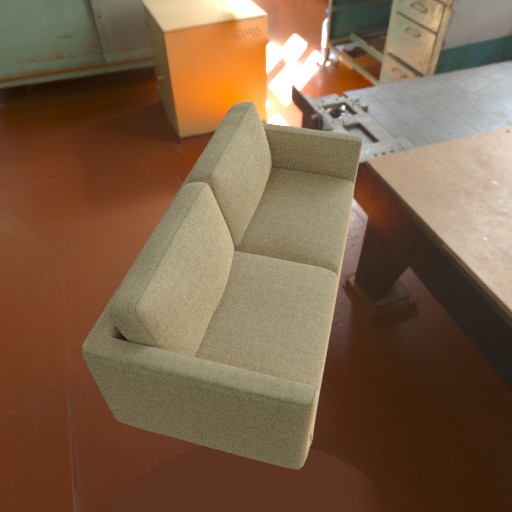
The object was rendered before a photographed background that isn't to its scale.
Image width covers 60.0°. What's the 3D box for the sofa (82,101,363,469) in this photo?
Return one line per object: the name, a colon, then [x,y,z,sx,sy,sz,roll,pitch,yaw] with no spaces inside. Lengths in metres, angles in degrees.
sofa: [0.000,0.000,2.440,0.950,0.963,1.884,11,47,10]
